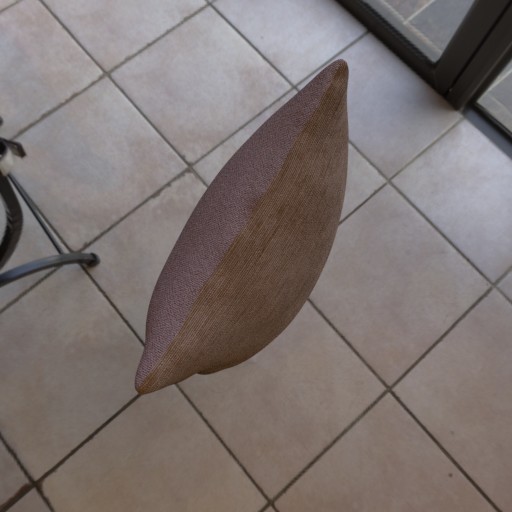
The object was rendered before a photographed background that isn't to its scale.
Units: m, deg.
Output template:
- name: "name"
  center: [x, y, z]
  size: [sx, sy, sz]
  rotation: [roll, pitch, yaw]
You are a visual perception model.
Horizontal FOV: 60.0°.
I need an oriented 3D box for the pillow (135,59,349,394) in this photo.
- name: "pillow"
  center: [0.000, 0.000, 0.697]
  size: [0.204, 0.439, 0.452]
  rotation: [30, 78, 7]
